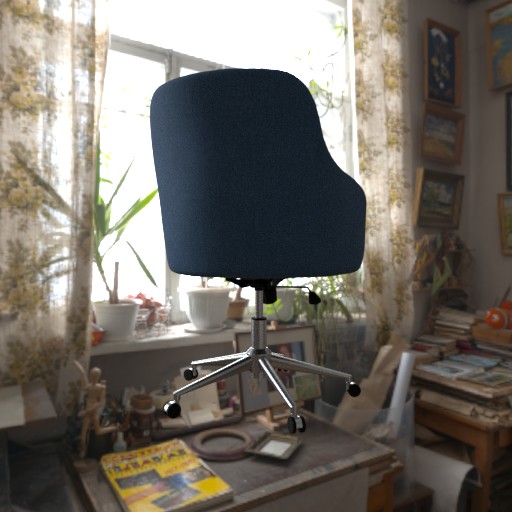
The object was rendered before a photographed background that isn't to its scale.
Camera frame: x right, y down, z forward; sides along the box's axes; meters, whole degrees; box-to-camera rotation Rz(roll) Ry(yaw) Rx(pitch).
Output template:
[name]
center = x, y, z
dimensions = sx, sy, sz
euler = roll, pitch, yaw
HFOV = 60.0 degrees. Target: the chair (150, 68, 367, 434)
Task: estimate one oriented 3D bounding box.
[chair]
center = 0.000, 0.000, 1.272
dimensions = 0.599, 0.820, 0.655
euler = 0, 0, 18
